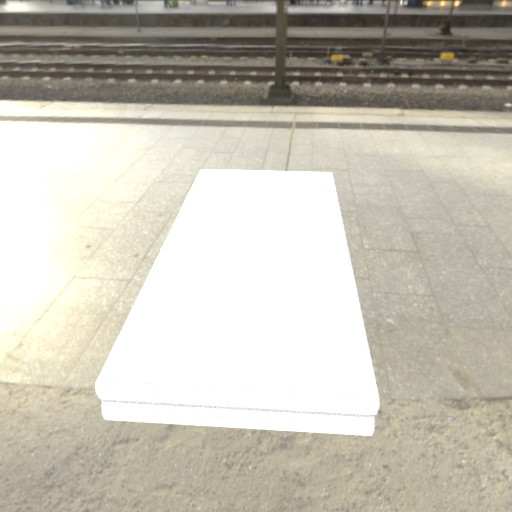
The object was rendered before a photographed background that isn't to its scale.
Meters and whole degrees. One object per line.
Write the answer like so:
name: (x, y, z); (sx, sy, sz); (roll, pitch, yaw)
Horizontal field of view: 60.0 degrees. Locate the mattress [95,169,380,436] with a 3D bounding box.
mattress: (0.000, 0.000, 2.224); (0.900, 0.200, 1.900); (2, 32, 3)
